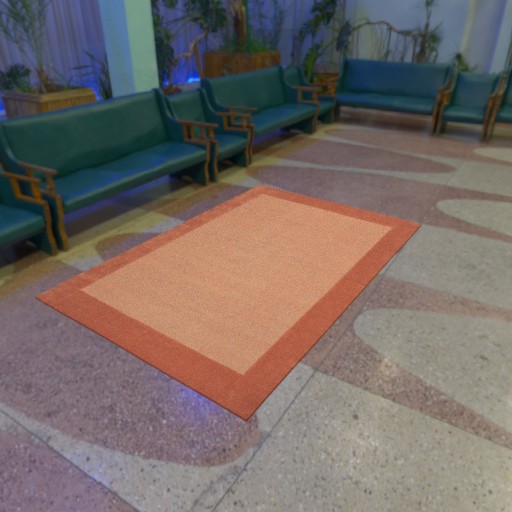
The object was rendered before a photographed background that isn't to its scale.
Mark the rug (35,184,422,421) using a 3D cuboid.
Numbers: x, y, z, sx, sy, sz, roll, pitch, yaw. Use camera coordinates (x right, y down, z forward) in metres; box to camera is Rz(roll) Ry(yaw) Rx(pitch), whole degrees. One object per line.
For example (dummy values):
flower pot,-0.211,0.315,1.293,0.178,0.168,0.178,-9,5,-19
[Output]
rug,0.000,0.000,2.397,1.219,0.014,1.829,19,34,30
